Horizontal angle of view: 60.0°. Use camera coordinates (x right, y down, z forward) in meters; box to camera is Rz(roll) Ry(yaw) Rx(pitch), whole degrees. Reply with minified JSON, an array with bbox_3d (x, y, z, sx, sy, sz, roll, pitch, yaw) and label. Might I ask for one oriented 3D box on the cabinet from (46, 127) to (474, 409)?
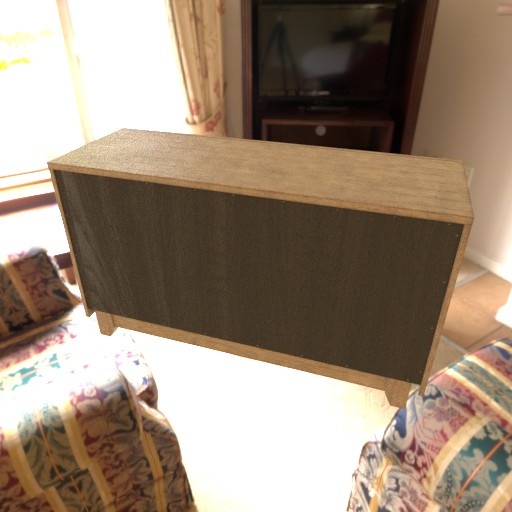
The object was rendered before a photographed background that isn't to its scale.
[{"bbox_3d":[0.000,0.000,1.858,1.460,0.825,0.511,10,33,16],"label":"cabinet"}]
